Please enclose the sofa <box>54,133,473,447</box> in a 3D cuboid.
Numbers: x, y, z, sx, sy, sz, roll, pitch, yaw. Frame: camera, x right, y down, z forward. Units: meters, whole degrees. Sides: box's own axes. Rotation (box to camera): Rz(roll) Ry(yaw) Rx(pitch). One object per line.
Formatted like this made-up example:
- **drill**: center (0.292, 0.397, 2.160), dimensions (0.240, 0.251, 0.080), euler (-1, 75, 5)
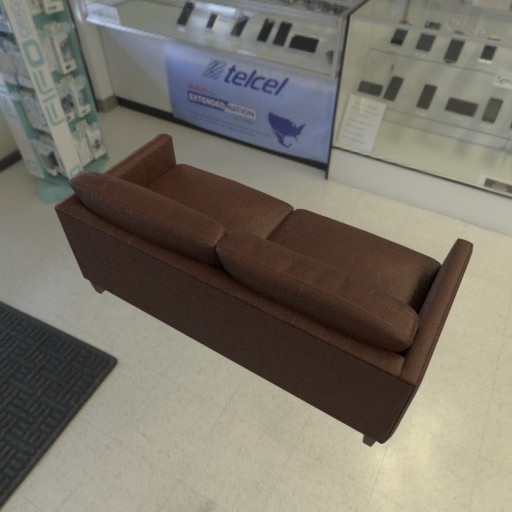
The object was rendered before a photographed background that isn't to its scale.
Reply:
- **sofa**: center (0.000, 0.000, 2.408), dimensions (1.971, 0.863, 0.923), euler (24, 50, 22)
